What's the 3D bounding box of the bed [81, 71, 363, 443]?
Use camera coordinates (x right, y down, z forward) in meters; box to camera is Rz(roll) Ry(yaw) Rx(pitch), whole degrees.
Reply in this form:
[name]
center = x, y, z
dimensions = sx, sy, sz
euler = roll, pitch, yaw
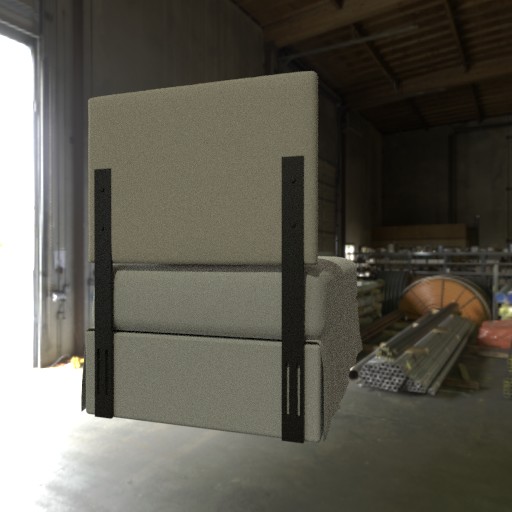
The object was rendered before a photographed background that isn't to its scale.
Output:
[bed]
center = 0.000, 0.000, 2.951
dimensions = 1.261, 1.571, 1.997
euler = 0, 0, 17
